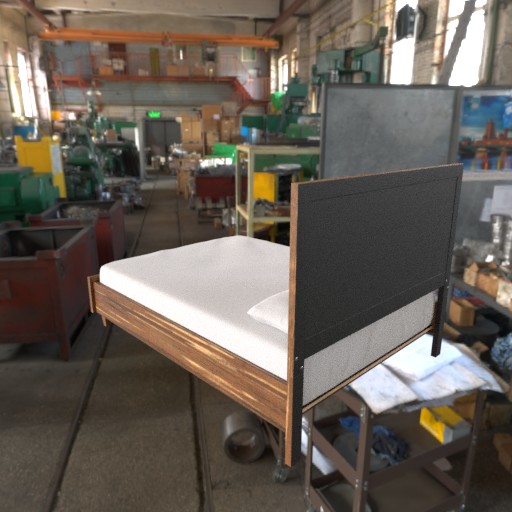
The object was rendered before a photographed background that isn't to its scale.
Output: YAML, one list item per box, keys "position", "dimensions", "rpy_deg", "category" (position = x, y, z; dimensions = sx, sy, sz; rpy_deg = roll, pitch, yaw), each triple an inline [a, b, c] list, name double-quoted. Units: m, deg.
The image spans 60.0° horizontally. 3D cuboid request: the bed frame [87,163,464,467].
- position: [0.000, 0.000, 3.388]
  dimensions: [1.696, 1.417, 2.276]
  rpy_deg: [-15, 21, -42]
  category: "bed frame"
